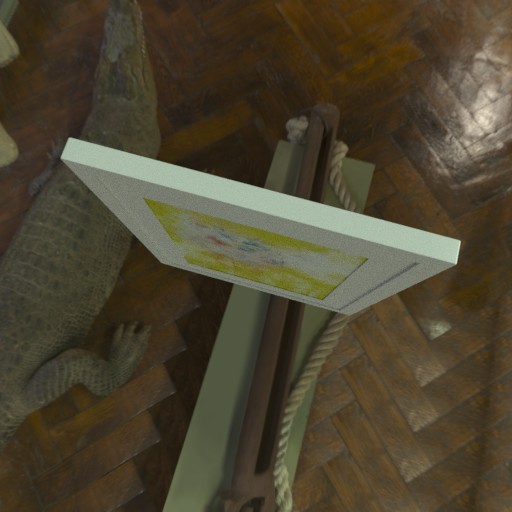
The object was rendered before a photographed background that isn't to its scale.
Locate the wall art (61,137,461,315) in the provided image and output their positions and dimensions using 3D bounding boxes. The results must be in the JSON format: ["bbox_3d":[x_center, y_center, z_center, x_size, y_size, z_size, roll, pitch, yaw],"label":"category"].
[{"bbox_3d":[0.000,0.000,0.760,0.454,0.556,0.028,15,77,4],"label":"wall art"}]
